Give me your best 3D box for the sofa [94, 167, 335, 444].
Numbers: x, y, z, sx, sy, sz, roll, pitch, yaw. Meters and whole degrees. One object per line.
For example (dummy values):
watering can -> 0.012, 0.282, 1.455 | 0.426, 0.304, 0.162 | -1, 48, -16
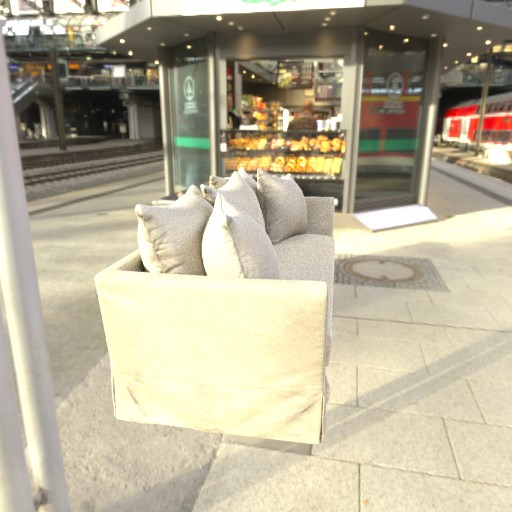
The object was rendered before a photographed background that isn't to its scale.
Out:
sofa -> 0.000, 0.000, 2.894 | 1.031, 1.034, 2.290 | 3, 17, 10
